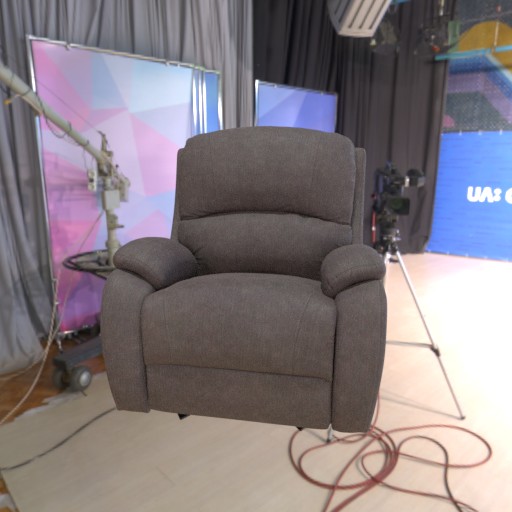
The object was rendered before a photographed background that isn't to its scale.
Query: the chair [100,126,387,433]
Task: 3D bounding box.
[{"bbox_3d":[0.000,0.000,1.744,0.930,1.011,0.899,2,14,9],"label":"chair"}]
